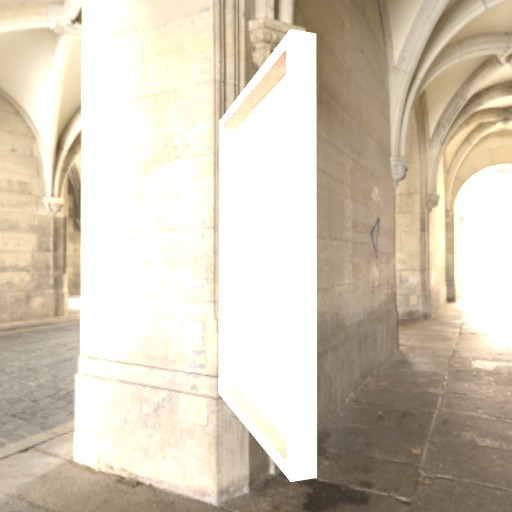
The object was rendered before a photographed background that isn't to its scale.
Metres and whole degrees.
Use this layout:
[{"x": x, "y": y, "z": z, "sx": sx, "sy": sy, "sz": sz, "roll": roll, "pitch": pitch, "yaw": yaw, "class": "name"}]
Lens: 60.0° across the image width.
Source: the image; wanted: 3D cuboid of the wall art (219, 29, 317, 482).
[{"x": 0.000, "y": 0.000, "z": 0.801, "sx": 0.038, "sy": 0.608, "sz": 0.418, "roll": 0, "pitch": -1, "yaw": -18, "class": "wall art"}]
